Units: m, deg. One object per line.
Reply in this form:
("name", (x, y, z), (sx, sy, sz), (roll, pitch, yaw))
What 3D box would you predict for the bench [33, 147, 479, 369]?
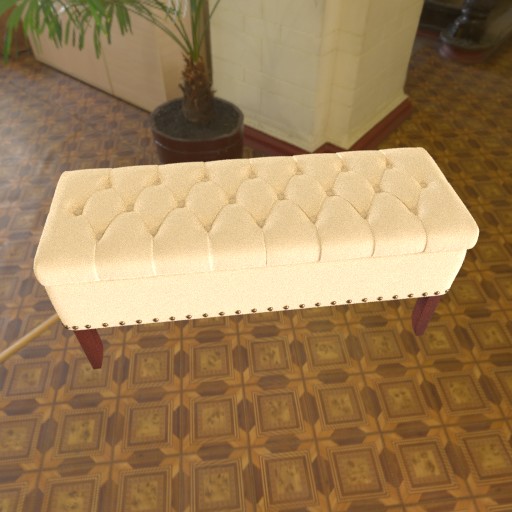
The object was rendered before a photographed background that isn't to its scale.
("bench", (0.000, 0.000, 1.302), (1.054, 0.470, 0.400), (-5, 47, -5))
